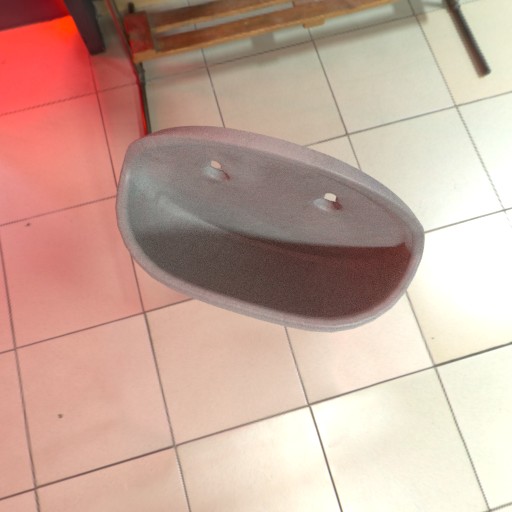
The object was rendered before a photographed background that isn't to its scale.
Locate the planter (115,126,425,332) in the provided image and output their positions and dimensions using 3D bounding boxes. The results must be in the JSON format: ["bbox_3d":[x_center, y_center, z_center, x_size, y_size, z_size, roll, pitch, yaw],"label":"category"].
[{"bbox_3d":[0.000,0.000,0.272,0.190,0.164,0.073,16,76,4],"label":"planter"}]
